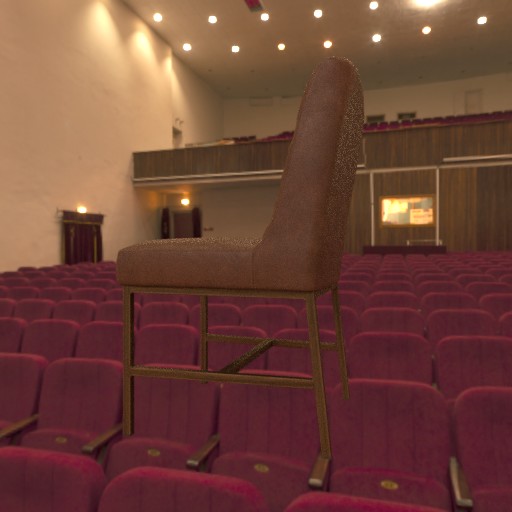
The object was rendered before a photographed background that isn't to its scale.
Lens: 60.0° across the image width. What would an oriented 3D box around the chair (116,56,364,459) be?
[{"bbox_3d":[0.000,0.000,1.245,0.587,0.889,0.508,0,0,17],"label":"chair"}]
